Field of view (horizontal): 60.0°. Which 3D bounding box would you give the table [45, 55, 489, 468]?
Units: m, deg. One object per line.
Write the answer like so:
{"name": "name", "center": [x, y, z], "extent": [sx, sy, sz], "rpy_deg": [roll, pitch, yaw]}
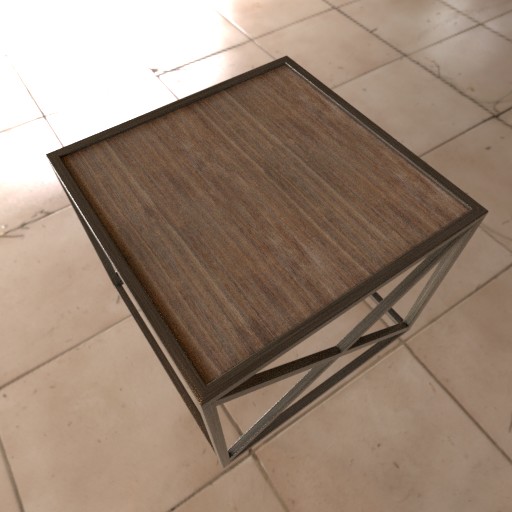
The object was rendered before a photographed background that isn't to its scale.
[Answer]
{"name": "table", "center": [0.000, 0.000, 1.058], "extent": [0.611, 0.507, 0.609], "rpy_deg": [-30, 61, -19]}
